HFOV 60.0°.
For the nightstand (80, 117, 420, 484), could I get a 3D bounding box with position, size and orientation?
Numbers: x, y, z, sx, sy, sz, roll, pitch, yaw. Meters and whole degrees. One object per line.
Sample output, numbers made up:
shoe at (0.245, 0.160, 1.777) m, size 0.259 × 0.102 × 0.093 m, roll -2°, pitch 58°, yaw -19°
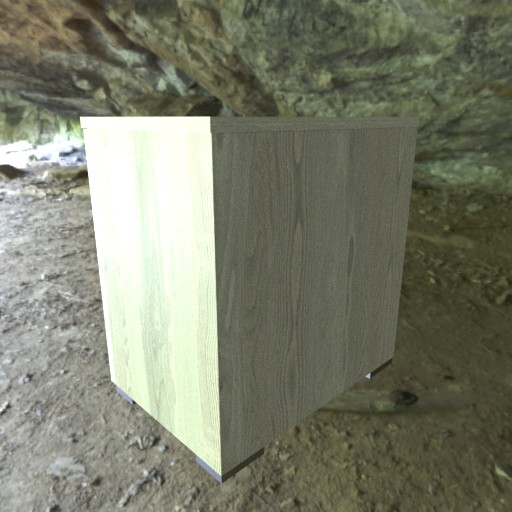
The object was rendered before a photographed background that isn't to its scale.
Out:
nightstand at (0.000, 0.000, 0.770) m, size 0.442 × 0.461 × 0.325 m, roll -16°, pitch 23°, yaw -41°
